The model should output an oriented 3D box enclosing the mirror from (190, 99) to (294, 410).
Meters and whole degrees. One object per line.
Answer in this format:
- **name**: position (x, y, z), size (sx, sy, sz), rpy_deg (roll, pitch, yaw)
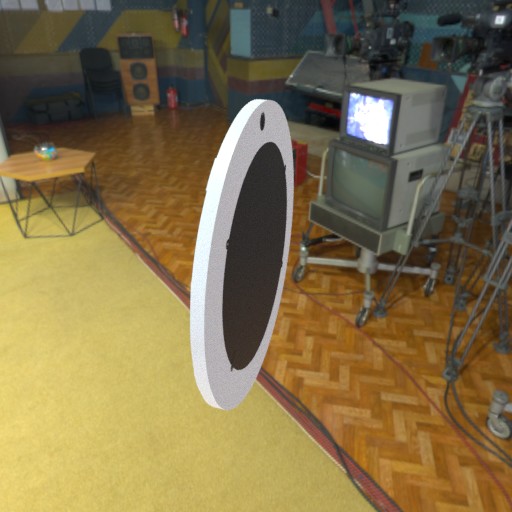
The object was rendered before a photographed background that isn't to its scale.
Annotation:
- **mirror**: position (0.000, 0.000, 1.372), size (0.038, 0.914, 0.914), rpy_deg (8, 30, 14)
